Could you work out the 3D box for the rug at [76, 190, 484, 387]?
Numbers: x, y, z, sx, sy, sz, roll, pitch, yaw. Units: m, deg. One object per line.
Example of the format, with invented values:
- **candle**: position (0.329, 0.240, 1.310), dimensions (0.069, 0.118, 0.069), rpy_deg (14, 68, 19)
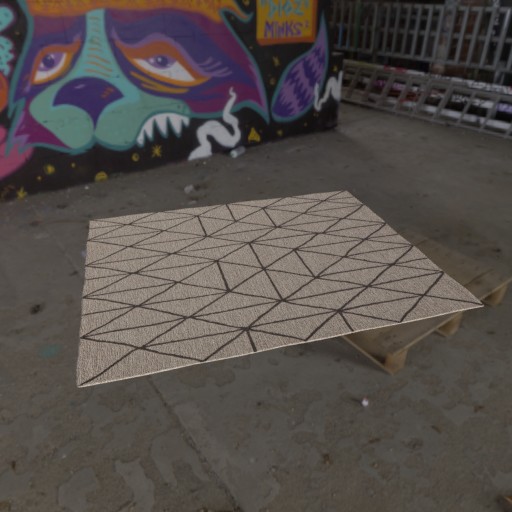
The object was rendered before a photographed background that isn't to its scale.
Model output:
- **rug**: position (0.000, 0.000, 4.138), dimensions (3.061, 0.022, 2.468), rpy_deg (-8, 32, -14)
